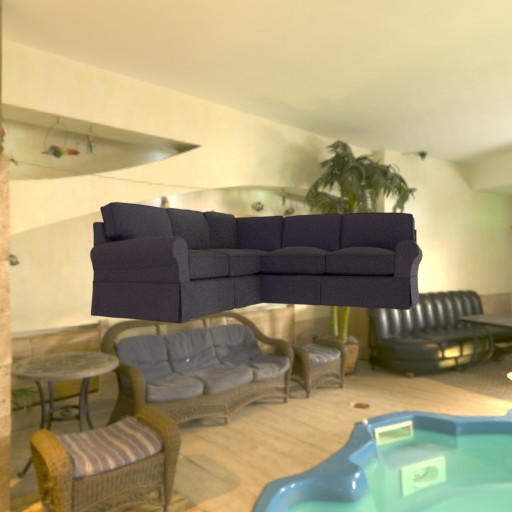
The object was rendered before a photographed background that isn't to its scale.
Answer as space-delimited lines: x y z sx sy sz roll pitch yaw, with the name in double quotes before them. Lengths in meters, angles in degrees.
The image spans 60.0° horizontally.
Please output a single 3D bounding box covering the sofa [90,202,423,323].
"sofa" 0.000 0.000 5.182 3.773 1.169 2.874 0 0 -35
